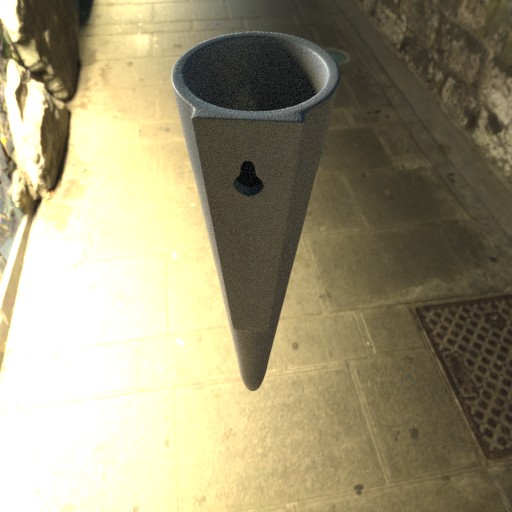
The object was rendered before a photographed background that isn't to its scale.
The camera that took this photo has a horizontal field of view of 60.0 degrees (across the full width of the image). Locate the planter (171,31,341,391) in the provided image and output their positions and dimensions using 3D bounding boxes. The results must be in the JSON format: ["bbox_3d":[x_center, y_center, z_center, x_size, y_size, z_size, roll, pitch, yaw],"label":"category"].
[{"bbox_3d":[0.000,0.000,0.222,0.057,0.191,0.064,3,49,3],"label":"planter"}]
